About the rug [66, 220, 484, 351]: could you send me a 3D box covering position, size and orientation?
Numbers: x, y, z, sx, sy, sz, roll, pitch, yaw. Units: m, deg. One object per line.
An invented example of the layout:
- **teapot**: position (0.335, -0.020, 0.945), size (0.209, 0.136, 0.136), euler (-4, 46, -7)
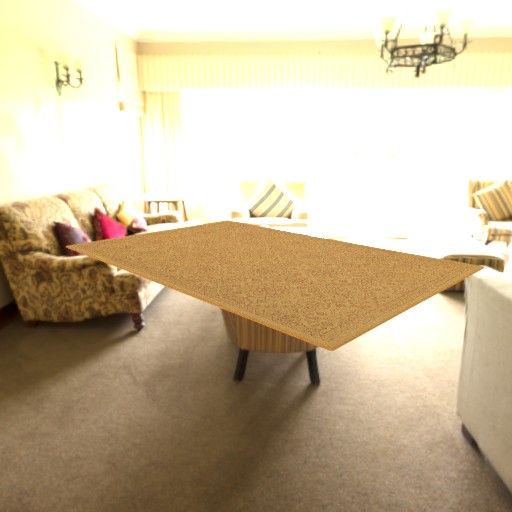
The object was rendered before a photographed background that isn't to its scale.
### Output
- **rug**: position (0.000, 0.000, 2.296), size (1.219, 0.010, 1.829), euler (-14, 20, -43)
